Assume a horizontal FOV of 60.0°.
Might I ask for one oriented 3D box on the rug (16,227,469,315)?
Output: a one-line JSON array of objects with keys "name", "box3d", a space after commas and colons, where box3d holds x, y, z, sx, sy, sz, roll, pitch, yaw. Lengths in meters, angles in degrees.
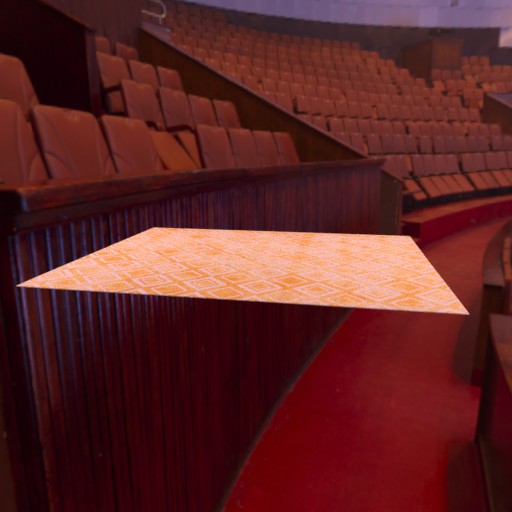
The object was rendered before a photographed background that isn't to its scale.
[{"name": "rug", "box3d": [0.000, 0.000, 4.054, 3.037, 0.011, 2.433, 3, 14, 10]}]
